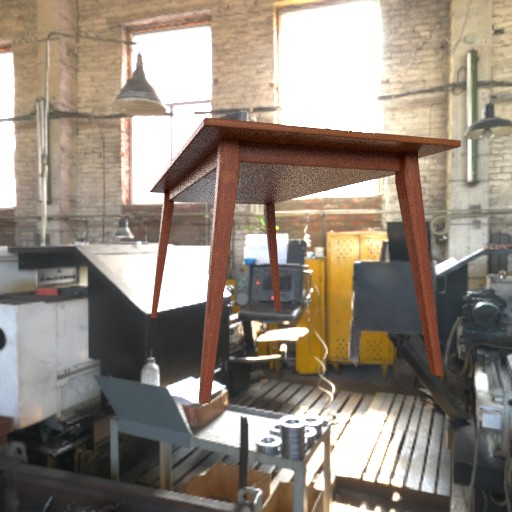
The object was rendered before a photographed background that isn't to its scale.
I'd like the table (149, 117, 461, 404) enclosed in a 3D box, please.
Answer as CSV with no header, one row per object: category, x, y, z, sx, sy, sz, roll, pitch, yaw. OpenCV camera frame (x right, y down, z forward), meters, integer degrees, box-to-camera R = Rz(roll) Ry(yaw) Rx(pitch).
table,0.000,0.000,2.021,0.811,0.755,1.609,-1,2,-18
